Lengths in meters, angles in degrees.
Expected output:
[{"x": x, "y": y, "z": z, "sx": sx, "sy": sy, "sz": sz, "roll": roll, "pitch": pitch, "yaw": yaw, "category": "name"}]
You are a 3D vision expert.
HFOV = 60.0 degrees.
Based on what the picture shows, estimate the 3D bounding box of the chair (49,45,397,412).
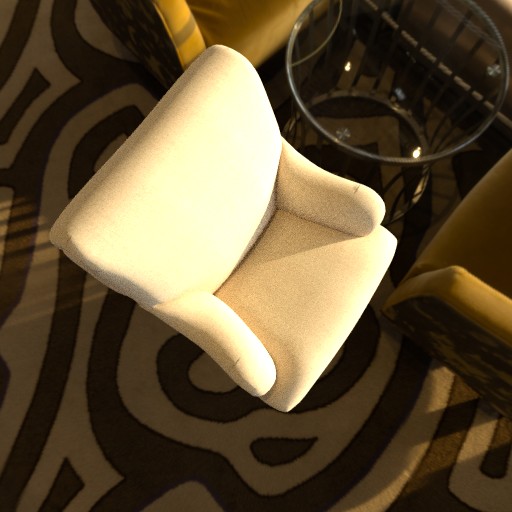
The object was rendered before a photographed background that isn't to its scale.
[{"x": 0.000, "y": 0.000, "z": 1.544, "sx": 0.842, "sy": 0.944, "sz": 0.766, "roll": 34, "pitch": 77, "yaw": 9, "category": "chair"}]
